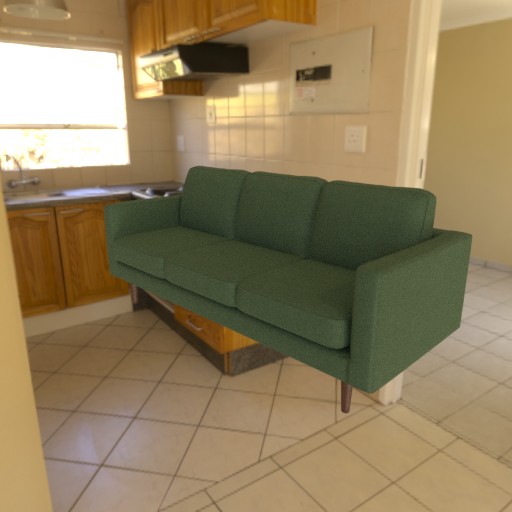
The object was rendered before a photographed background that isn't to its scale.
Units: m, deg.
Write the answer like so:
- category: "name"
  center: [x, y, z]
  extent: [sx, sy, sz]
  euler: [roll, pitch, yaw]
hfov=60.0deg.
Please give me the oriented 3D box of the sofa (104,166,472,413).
- category: "sofa"
  center: [0.000, 0.000, 2.547]
  extent: [0.879, 0.899, 2.029]
  euler: [-15, 22, -43]
